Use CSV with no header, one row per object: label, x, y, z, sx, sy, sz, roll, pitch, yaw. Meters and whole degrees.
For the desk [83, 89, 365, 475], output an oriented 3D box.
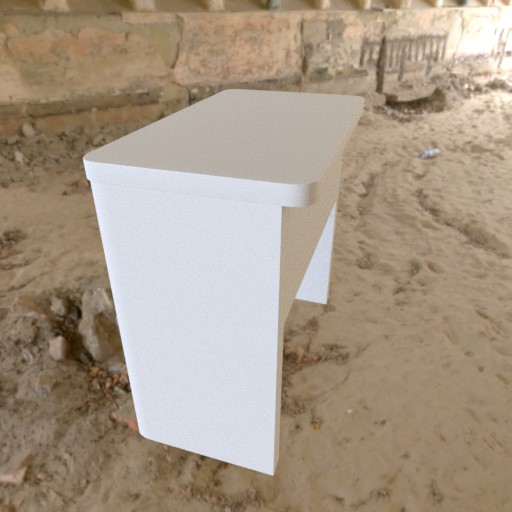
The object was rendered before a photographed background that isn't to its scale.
desk,0.000,0.000,1.263,0.446,0.760,0.790,9,31,15
